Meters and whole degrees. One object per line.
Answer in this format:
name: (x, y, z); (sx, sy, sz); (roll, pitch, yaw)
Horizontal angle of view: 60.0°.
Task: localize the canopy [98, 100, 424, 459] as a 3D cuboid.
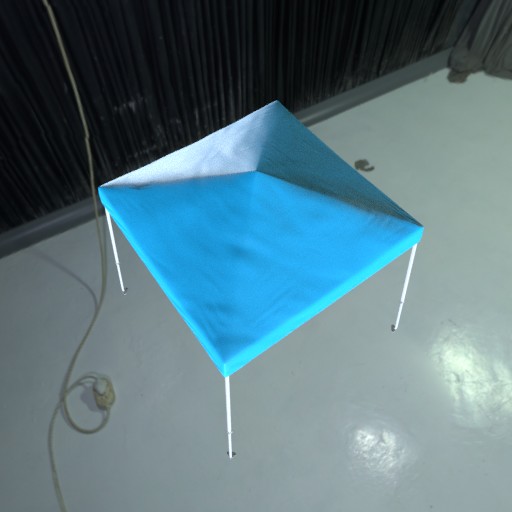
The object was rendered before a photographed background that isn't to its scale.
canopy: (0.000, 0.000, 5.210); (2.848, 2.849, 2.849); (-32, 63, -19)
